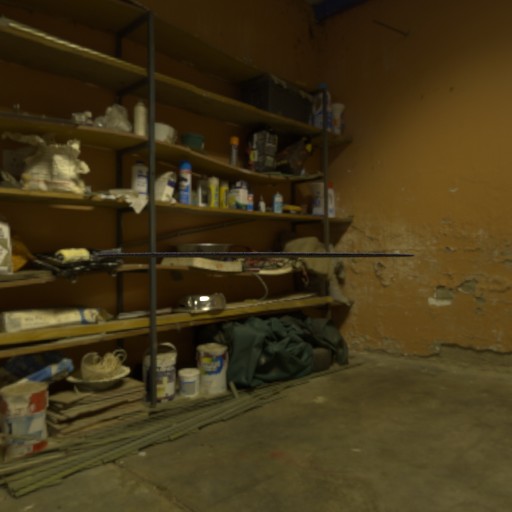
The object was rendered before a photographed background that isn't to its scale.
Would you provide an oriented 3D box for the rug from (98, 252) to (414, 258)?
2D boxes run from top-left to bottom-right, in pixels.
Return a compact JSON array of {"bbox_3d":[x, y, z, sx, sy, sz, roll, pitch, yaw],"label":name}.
[{"bbox_3d":[0.000,0.000,2.366,1.591,0.010,1.591,0,-1,0],"label":"rug"}]
